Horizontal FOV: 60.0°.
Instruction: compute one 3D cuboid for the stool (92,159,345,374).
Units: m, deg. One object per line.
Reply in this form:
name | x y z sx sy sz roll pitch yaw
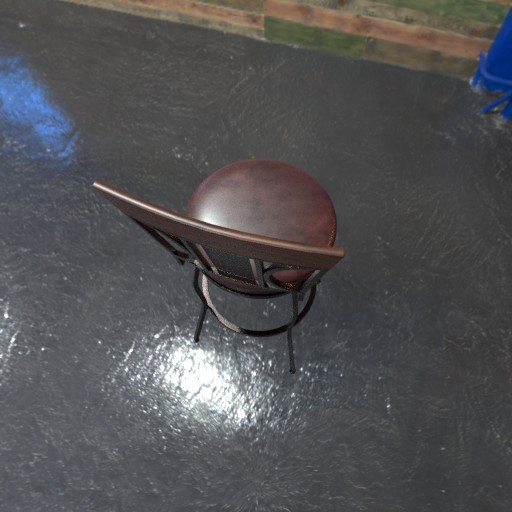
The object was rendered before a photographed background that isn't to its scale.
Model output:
stool | 0.000 0.000 1.339 0.448 1.130 0.513 16 64 8
